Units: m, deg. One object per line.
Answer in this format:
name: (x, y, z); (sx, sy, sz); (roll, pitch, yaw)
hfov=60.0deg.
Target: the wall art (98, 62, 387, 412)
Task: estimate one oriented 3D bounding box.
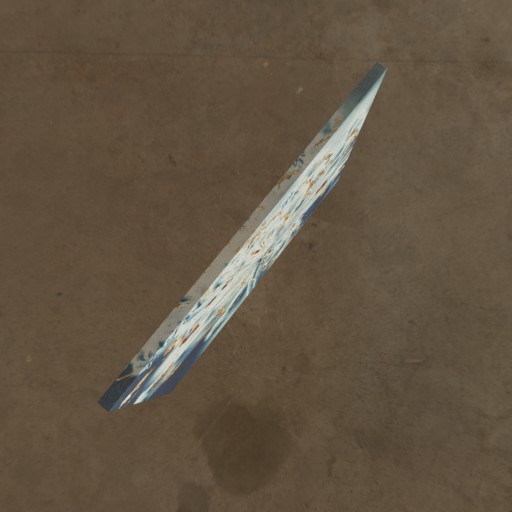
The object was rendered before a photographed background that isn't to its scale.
wall art: (0.000, 0.000, 1.486); (0.035, 0.759, 1.138); (37, 79, 9)
